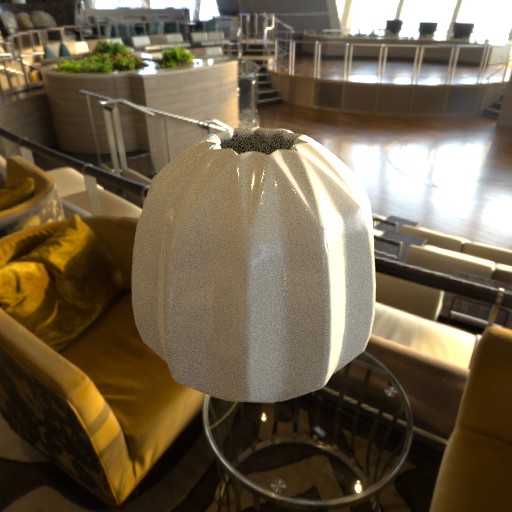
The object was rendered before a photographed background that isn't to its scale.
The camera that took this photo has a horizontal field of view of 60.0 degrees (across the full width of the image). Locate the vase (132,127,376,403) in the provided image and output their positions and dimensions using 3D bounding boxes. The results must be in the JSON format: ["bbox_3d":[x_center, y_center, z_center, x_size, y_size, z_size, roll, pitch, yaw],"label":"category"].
[{"bbox_3d":[0.000,0.000,0.252,0.139,0.134,0.139,0,30,0],"label":"vase"}]
